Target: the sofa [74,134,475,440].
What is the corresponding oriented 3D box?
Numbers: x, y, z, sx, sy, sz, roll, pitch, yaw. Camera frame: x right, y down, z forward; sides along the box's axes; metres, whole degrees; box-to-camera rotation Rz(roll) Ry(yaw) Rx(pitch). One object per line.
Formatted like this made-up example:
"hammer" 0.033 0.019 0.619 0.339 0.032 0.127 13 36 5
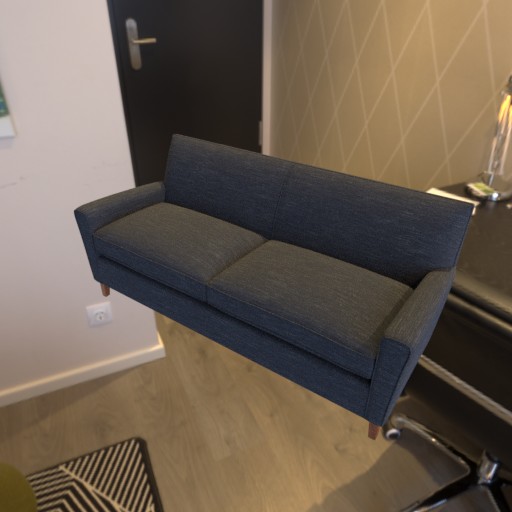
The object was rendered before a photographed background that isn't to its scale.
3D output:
"sofa" 0.000 0.000 2.453 1.976 0.846 0.875 20 37 29
